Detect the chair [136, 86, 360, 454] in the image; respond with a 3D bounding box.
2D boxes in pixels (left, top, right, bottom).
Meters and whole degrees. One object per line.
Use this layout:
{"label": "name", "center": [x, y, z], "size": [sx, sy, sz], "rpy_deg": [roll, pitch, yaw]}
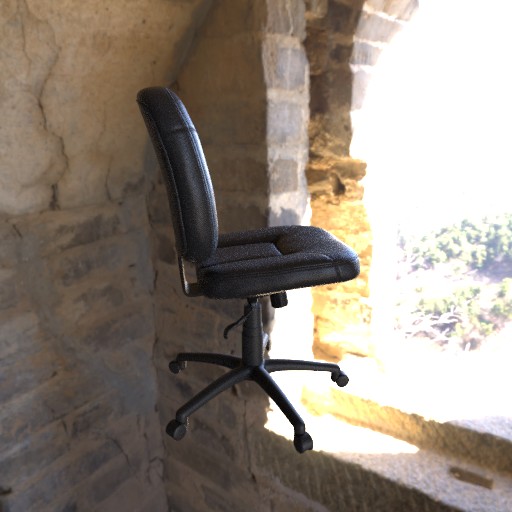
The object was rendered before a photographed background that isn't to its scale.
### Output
{"label": "chair", "center": [0.000, 0.000, 1.361], "size": [0.646, 0.959, 0.647], "rpy_deg": [-3, 16, -9]}
